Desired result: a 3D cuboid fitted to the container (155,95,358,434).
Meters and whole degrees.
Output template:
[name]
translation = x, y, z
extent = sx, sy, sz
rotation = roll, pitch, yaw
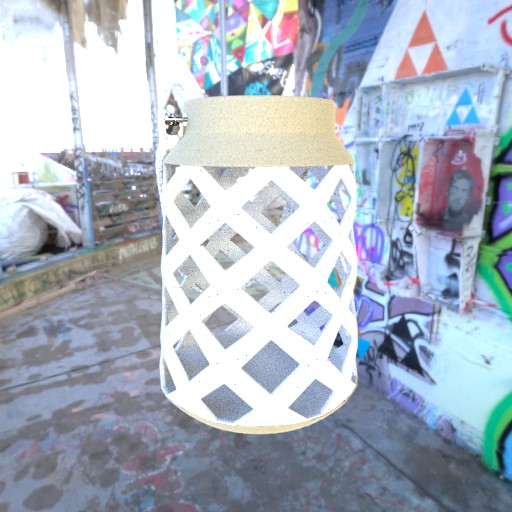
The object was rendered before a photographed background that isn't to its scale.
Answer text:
[container]
translation = 0.000, 0.000, 0.404
extent = 0.188, 0.264, 0.198
rotation = -8, 16, -28
